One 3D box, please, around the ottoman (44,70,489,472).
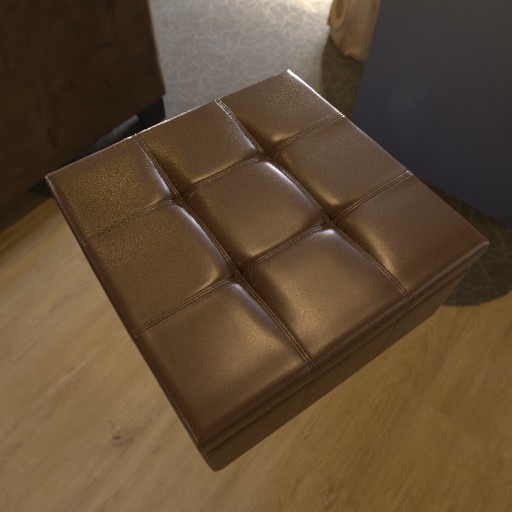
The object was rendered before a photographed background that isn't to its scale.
[{"bbox_3d":[0.000,0.000,1.242,0.787,0.460,0.788,-30,62,-18],"label":"ottoman"}]
